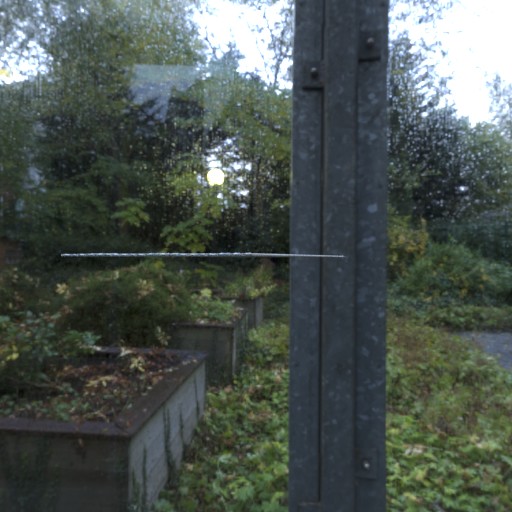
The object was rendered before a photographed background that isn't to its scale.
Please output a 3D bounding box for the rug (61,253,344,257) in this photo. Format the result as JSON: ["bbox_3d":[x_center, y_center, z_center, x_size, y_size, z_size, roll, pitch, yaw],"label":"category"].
[{"bbox_3d":[0.000,0.000,2.728,0.774,0.011,2.449,0,0,19],"label":"rug"}]
